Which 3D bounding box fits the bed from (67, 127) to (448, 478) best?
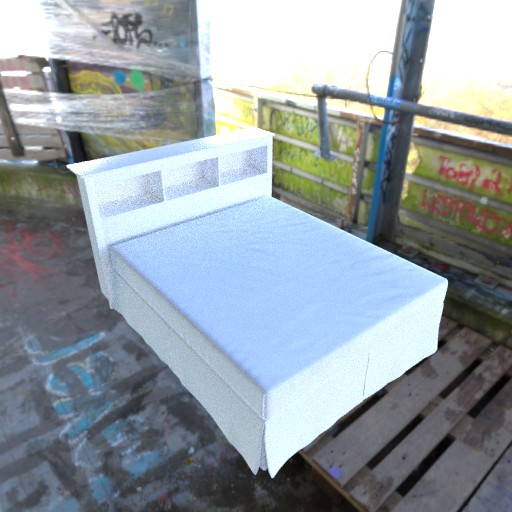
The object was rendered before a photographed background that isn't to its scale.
[{"bbox_3d":[0.000,0.000,3.088,1.671,1.092,2.133,-22,37,-33],"label":"bed"}]
